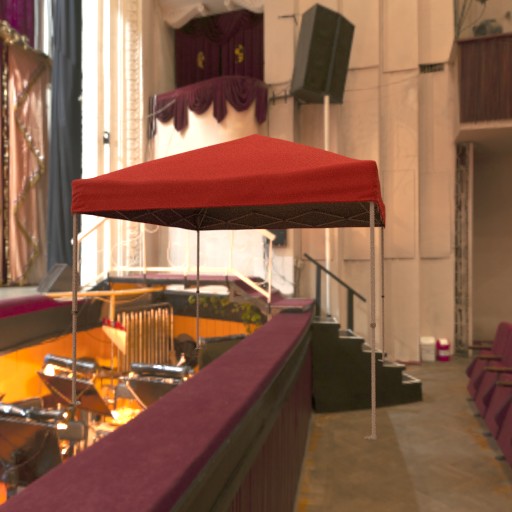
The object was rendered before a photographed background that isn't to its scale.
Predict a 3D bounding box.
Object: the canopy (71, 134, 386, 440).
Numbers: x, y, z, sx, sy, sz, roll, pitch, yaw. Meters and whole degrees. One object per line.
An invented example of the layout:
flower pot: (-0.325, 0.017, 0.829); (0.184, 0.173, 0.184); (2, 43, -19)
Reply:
canopy: (0.000, 0.000, 5.432); (2.996, 2.997, 2.998); (0, 0, 17)
